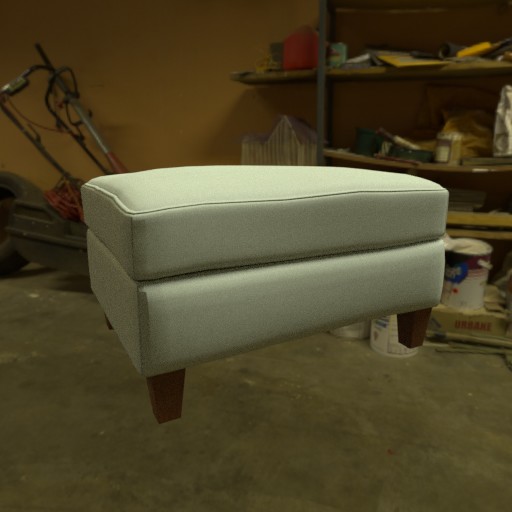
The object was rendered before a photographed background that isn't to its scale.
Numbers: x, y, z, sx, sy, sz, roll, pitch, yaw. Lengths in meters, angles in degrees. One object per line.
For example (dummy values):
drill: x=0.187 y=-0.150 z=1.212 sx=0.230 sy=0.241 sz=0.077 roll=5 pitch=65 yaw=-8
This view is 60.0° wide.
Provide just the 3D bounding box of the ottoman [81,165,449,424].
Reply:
ottoman: x=0.000 y=0.000 z=1.228 sx=0.818 sy=0.496 sz=0.634 roll=-8 pitch=17 yaw=-27
